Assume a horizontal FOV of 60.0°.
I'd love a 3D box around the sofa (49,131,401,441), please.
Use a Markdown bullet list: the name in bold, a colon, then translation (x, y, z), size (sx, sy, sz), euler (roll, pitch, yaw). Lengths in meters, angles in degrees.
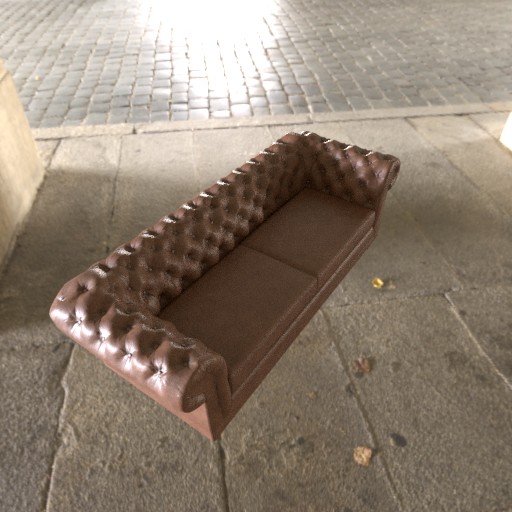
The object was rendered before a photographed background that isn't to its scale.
- **sofa**: translation (0.000, 0.000, 2.864), size (0.944, 0.783, 2.385), euler (24, 46, 26)
